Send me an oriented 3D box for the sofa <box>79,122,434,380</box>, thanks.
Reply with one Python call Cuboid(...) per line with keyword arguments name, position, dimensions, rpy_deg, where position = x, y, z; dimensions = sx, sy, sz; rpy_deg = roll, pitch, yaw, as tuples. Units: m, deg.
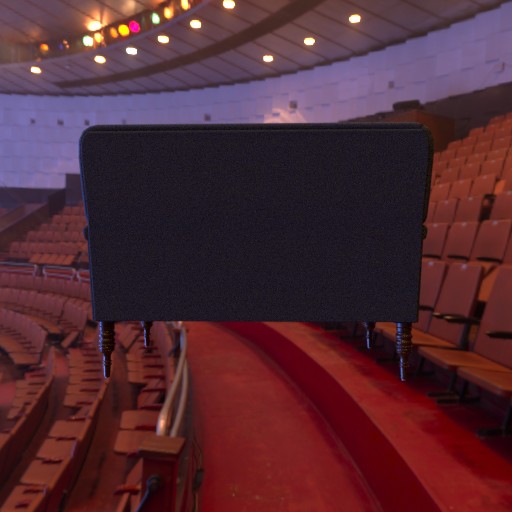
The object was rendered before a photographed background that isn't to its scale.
Cuboid(name="sofa", position=(0.000, 0.000, 1.846), dimensions=(1.297, 0.889, 0.779), rpy_deg=(0, 0, 2))
